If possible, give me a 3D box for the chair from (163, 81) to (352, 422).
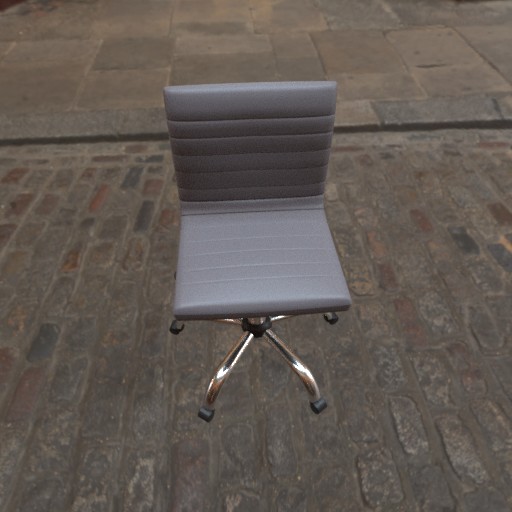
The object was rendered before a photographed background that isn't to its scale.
[{"bbox_3d":[0.000,0.000,1.146,0.556,0.780,0.530,-3,46,-3],"label":"chair"}]
